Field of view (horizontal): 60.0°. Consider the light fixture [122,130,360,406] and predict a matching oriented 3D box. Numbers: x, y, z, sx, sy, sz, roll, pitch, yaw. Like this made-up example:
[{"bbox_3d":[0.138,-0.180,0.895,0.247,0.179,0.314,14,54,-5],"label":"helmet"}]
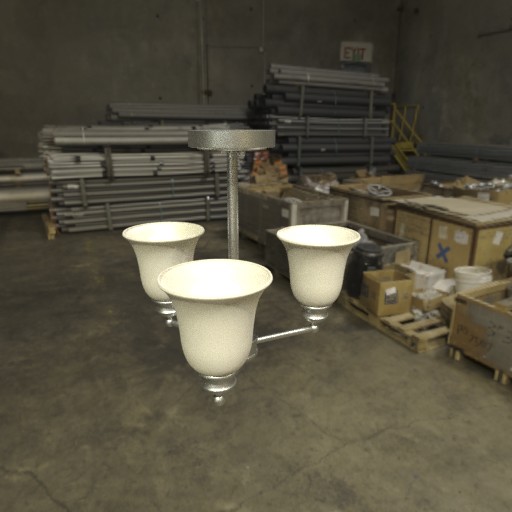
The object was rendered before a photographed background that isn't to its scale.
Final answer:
[{"bbox_3d":[0.000,0.000,0.678,0.354,0.370,0.388,-7,18,-23],"label":"light fixture"}]
